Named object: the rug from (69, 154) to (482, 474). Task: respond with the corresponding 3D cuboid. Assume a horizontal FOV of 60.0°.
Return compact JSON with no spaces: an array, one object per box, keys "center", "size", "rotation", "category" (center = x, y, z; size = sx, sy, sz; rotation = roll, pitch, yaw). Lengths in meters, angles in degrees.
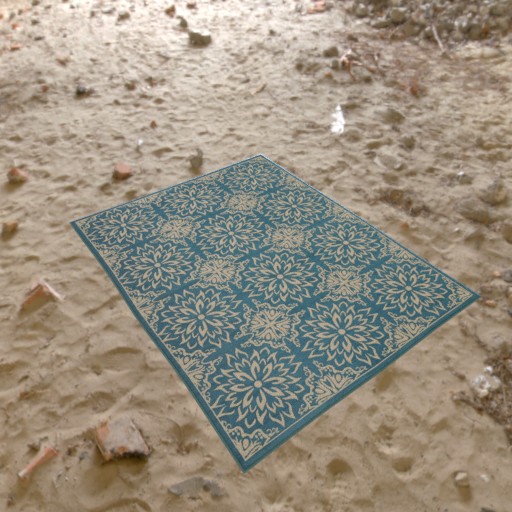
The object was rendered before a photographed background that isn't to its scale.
[{"center":[0.000,0.000,3.952],"size":[2.350,0.018,2.964],"rotation":[-26,47,-27],"category":"rug"}]
